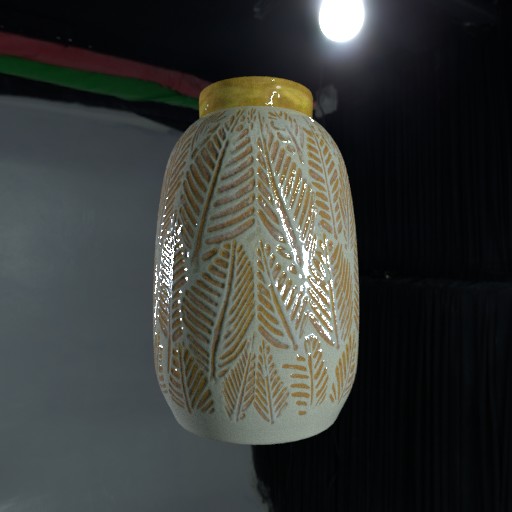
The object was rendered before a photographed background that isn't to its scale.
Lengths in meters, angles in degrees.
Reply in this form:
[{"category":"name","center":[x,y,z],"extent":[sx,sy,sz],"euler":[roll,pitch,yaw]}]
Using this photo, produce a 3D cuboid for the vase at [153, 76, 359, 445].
[{"category":"vase","center":[0.000,0.000,0.379],"extent":[0.172,0.270,0.172],"euler":[0,0,0]}]
